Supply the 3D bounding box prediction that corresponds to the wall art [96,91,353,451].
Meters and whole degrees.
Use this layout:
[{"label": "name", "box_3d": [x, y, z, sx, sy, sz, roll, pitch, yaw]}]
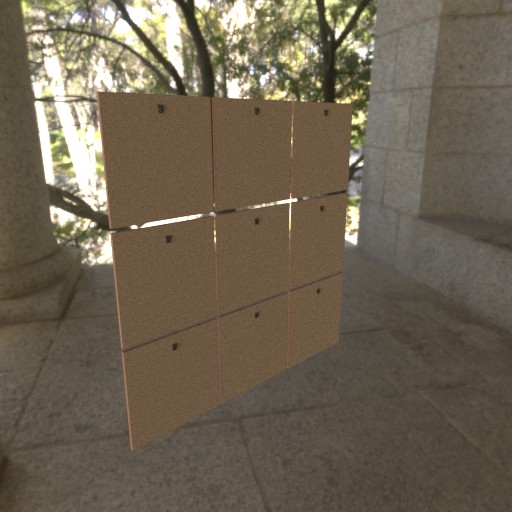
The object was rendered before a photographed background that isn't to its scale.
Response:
[{"label": "wall art", "box_3d": [0.000, 0.000, 1.823, 1.221, 1.218, 0.019, -15, 22, -41]}]
